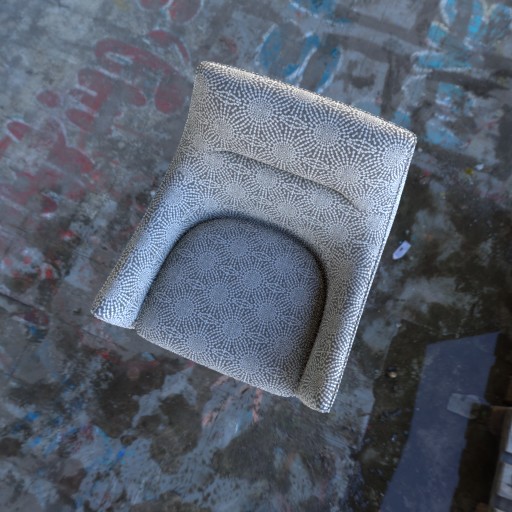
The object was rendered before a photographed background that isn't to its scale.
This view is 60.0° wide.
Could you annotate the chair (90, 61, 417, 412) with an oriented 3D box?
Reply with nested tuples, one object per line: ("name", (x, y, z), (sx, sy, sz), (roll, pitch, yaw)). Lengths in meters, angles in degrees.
("chair", (0.000, 0.000, 1.488), (0.762, 0.838, 0.787), (21, 76, 6))
